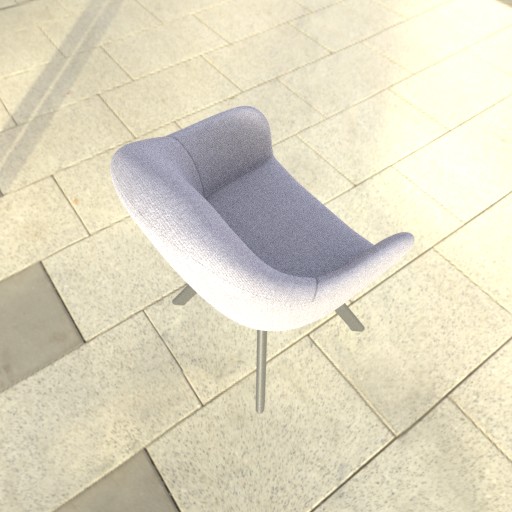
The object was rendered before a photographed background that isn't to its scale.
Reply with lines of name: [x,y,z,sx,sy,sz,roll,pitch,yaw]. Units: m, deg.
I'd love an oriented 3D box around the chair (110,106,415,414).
chair: [0.000,0.000,1.171,0.550,0.795,0.590,-33,62,-20]
